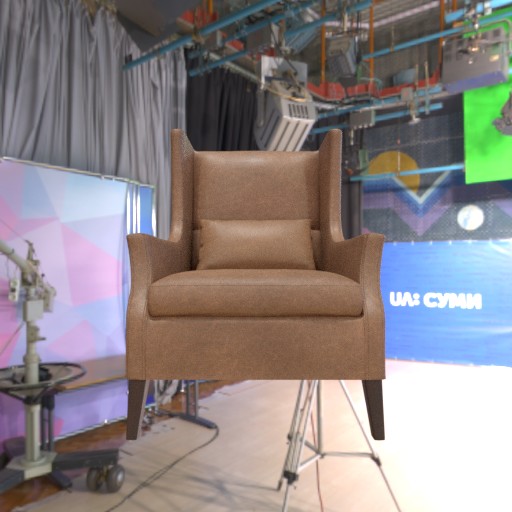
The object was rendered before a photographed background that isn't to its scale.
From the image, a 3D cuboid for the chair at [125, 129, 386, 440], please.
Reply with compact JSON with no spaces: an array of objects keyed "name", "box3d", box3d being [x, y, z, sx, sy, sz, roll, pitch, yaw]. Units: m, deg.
[{"name":"chair","box3d":[0.000,0.000,1.729,0.815,1.088,0.913,0,0,0]}]
